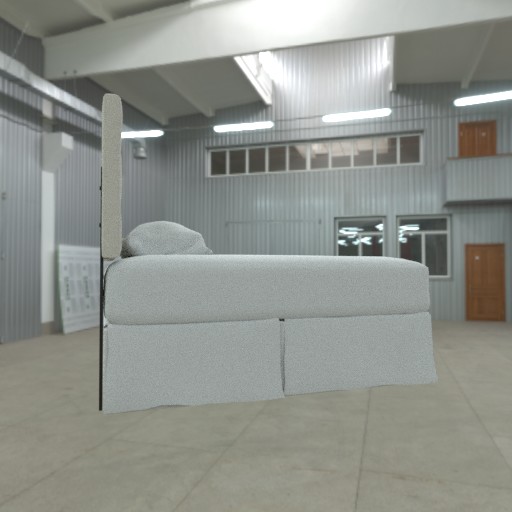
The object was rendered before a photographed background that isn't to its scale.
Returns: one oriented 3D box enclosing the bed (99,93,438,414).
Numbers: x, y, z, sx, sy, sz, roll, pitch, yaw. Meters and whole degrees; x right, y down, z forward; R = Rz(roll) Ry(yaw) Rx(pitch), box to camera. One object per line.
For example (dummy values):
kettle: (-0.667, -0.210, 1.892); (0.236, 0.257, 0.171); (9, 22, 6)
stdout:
bed: (0.000, 0.000, 3.003); (1.997, 1.571, 1.261); (0, -1, -19)
